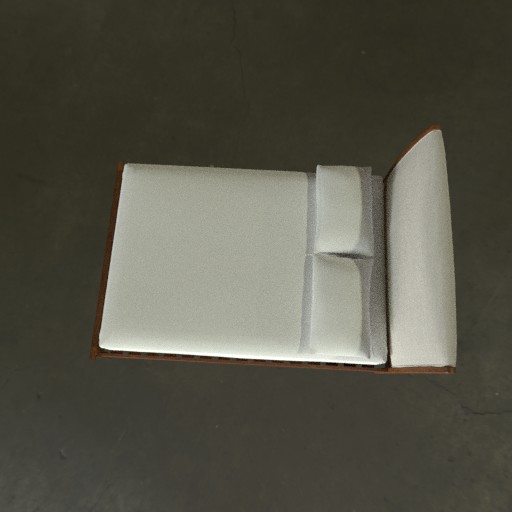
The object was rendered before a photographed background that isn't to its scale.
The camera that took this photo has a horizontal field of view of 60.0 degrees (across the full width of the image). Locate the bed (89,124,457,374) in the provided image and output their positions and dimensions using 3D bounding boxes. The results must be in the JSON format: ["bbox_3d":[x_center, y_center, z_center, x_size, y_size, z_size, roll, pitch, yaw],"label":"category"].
[{"bbox_3d":[0.000,0.000,3.269,2.380,1.250,1.612,3,75,1],"label":"bed"}]
